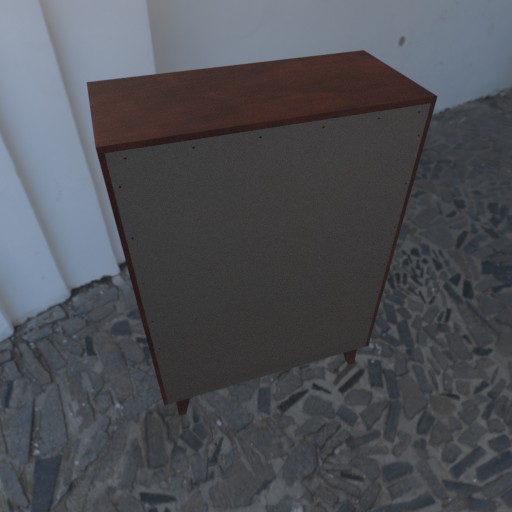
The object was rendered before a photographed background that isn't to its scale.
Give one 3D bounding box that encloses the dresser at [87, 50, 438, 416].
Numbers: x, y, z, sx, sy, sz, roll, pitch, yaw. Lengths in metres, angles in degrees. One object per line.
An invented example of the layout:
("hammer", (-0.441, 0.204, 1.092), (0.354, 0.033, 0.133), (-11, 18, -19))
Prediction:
("dresser", (0.000, 0.000, 1.992), (1.072, 1.514, 0.506), (-13, 43, -14))
